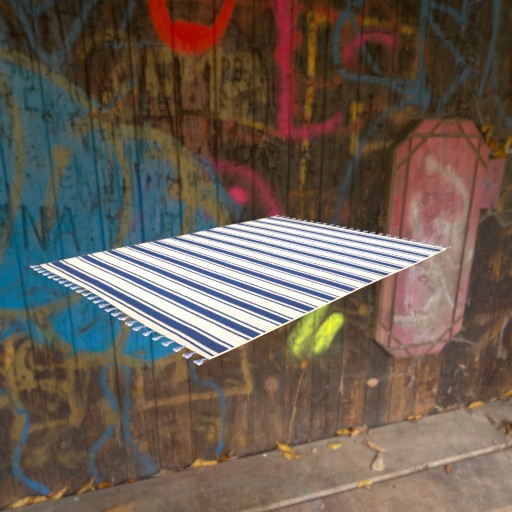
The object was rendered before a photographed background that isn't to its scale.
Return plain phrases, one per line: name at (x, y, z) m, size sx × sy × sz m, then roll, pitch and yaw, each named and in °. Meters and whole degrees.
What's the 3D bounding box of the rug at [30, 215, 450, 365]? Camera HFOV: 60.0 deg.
rug at (0.000, 0.000, 4.371) m, size 2.471 × 0.016 × 3.416 m, roll 16°, pitch 23°, yaw 42°
